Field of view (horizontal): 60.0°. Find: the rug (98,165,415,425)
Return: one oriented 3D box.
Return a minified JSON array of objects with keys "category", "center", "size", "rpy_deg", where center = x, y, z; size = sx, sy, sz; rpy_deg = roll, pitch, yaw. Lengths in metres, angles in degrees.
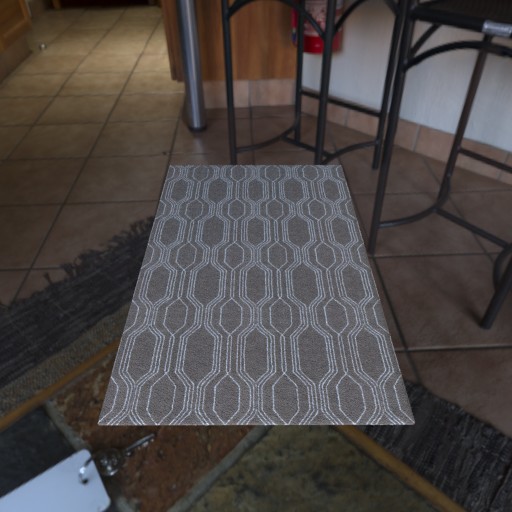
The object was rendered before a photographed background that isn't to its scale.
[{"category":"rug","center":[0.000,0.000,3.065],"size":[1.541,0.012,2.457],"rpy_deg":[0,42,0]}]
